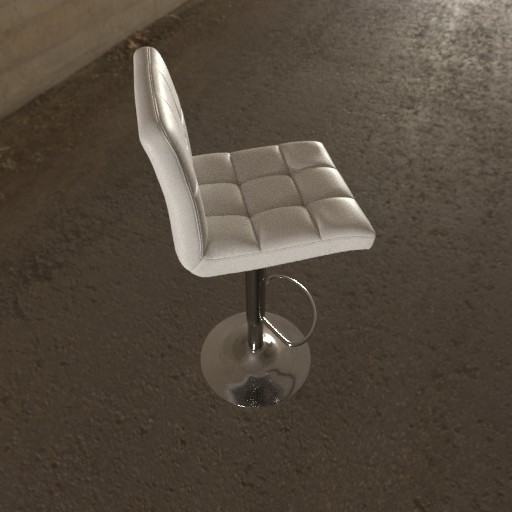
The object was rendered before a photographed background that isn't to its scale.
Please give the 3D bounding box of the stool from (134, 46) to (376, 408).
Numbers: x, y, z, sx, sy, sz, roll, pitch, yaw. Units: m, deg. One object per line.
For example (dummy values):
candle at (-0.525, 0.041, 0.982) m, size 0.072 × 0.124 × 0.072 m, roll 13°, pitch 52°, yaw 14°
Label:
stool at (0.000, 0.000, 1.317) m, size 0.505 × 1.115 × 0.430 m, roll -9°, pitch 47°, yaw -9°
